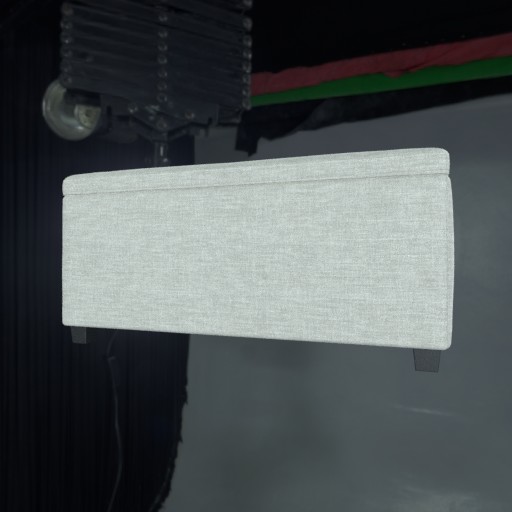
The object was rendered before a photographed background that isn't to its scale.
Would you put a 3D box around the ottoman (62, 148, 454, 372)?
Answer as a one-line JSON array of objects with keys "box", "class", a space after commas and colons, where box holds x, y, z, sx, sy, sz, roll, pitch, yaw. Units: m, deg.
[{"box": [0.000, 0.000, 1.129, 0.902, 0.432, 0.419, 0, 0, 20], "class": "ottoman"}]
